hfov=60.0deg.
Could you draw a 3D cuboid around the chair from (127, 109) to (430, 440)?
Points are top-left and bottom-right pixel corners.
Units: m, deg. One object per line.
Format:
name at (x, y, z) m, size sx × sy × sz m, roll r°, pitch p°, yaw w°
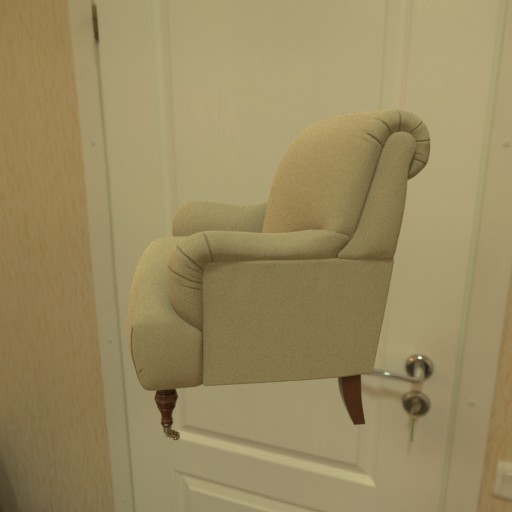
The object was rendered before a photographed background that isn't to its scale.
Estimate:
chair at (0.000, 0.000, 1.533) m, size 0.842 × 0.942 × 0.766 m, roll -2°, pitch 14°, yaw -9°
